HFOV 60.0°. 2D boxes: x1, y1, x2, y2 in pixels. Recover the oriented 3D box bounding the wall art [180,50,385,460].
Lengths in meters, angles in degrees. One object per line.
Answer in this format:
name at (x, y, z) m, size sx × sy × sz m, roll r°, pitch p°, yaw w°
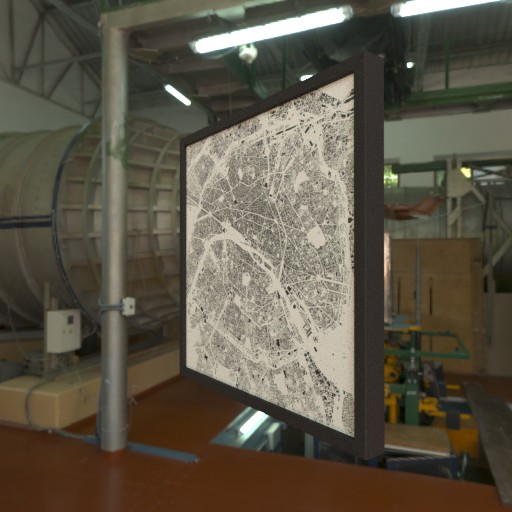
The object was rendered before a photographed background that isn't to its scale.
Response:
wall art at (0.000, 0.000, 0.763) m, size 0.037 × 0.508 × 0.508 m, roll 0°, pitch 0°, yaw -36°
